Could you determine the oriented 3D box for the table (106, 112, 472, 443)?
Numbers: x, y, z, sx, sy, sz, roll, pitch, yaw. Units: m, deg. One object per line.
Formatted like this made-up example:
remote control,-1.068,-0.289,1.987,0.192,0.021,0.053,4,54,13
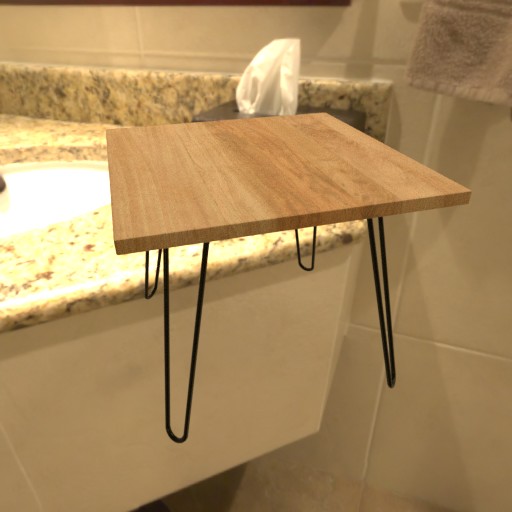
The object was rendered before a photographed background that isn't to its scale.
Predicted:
table,0.000,0.000,1.063,0.599,0.500,0.599,-9,32,-15
